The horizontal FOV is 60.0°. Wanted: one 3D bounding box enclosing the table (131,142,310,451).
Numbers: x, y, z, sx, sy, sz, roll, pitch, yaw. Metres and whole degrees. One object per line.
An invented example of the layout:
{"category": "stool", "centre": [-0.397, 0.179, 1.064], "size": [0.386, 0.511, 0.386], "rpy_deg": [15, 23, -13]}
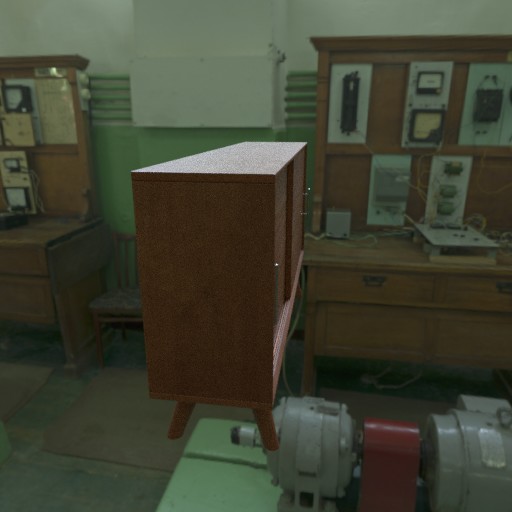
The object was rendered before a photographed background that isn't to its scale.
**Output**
{"category": "table", "centre": [0.000, 0.000, 1.510], "size": [0.308, 0.698, 1.220], "rpy_deg": [3, 17, 9]}
